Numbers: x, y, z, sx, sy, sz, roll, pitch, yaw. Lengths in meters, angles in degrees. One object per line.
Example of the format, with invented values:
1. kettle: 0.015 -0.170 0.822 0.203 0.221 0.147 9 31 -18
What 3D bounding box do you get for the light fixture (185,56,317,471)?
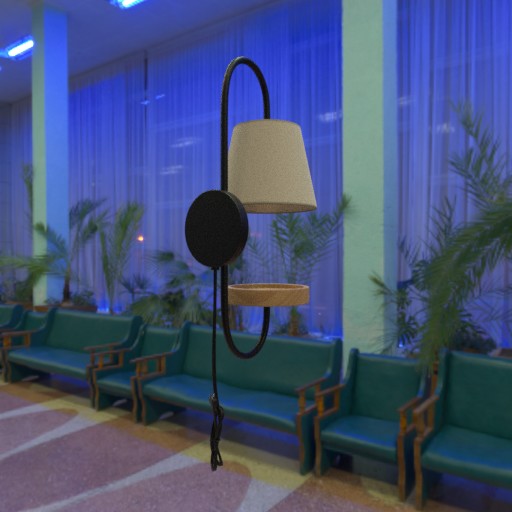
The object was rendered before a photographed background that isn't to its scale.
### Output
1. light fixture: 0.000 0.000 0.945 0.220 0.821 0.299 0 1 37
